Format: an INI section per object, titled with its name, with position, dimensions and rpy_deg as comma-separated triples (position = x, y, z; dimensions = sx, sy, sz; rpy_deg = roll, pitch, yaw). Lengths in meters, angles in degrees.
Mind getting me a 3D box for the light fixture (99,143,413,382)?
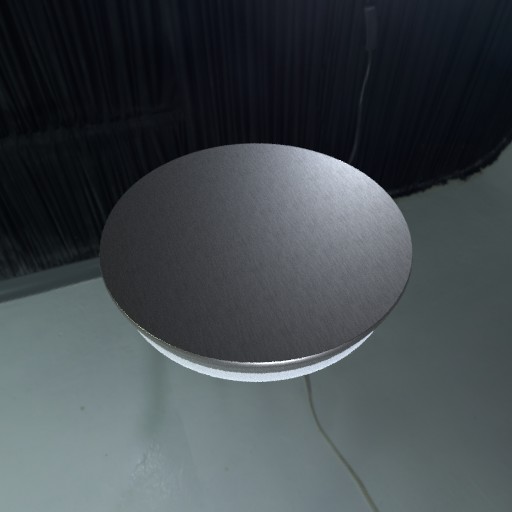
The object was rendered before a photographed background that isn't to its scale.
[light fixture]
position = 0.000, 0.000, 0.568
dimensions = 0.368, 0.100, 0.368
rpy_deg = 0, 47, 0
